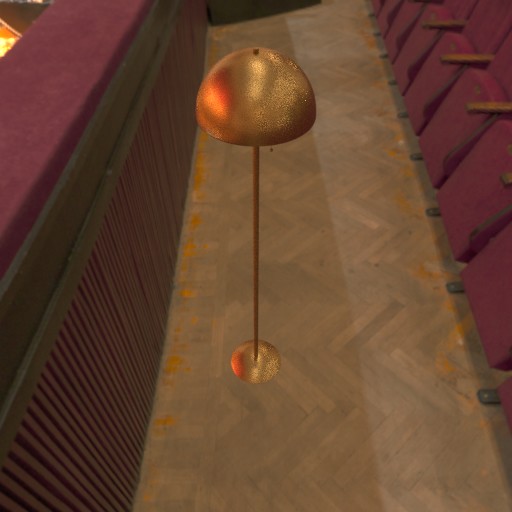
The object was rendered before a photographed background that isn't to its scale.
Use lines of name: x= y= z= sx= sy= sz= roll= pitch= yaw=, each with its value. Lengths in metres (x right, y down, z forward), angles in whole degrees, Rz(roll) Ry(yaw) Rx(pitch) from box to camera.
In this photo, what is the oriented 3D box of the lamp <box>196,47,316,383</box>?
lamp: x=0.000 y=0.000 z=1.624 sx=0.328 sy=1.480 sz=0.328 roll=3 pitch=47 yaw=3
